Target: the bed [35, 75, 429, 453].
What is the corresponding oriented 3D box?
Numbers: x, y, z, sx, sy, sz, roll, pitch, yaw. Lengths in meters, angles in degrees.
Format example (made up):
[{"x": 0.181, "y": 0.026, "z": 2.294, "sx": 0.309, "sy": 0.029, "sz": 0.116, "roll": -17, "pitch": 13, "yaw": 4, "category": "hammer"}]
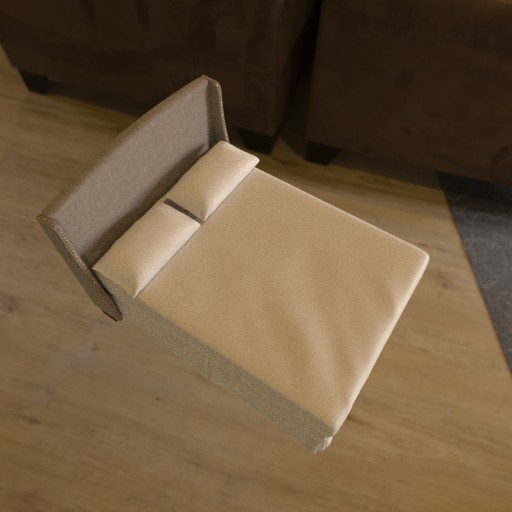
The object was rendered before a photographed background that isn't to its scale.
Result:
[{"x": 0.000, "y": 0.000, "z": 3.334, "sx": 2.237, "sy": 1.407, "sz": 1.710, "roll": 29, "pitch": 62, "yaw": 17, "category": "bed"}]
